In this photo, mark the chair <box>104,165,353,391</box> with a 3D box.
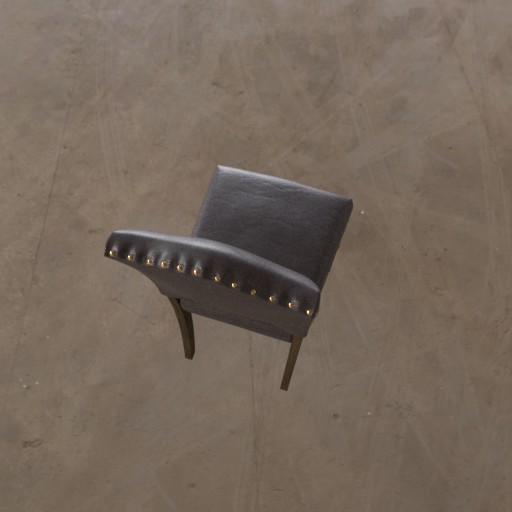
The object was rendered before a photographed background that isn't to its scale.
[{"bbox_3d":[0.000,0.000,1.366,0.500,0.991,0.633,16,63,8],"label":"chair"}]
